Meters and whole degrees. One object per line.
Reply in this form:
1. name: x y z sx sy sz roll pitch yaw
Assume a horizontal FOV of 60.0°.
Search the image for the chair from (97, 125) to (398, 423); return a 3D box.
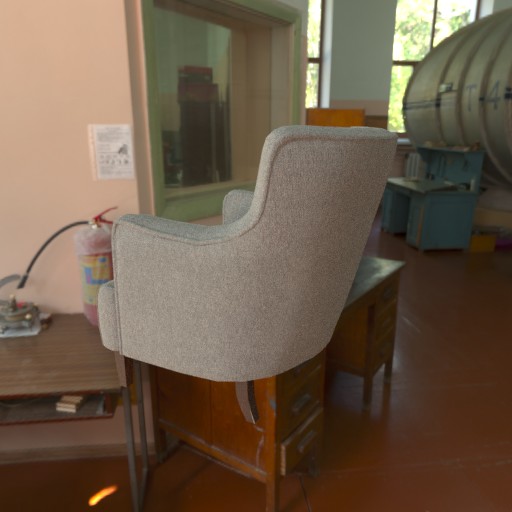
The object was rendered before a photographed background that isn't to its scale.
1. chair: 0.000 0.000 1.611 0.910 0.920 0.820 8 18 26
